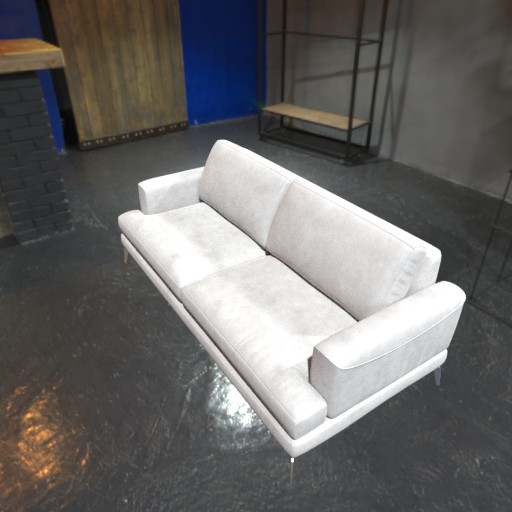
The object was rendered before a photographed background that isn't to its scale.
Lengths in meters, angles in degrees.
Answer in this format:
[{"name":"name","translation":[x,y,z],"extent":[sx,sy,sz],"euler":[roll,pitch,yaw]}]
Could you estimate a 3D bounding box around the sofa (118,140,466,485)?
[{"name":"sofa","translation":[0.000,0.000,2.517],"extent":[0.980,0.830,2.013],"euler":[-20,37,-28]}]
